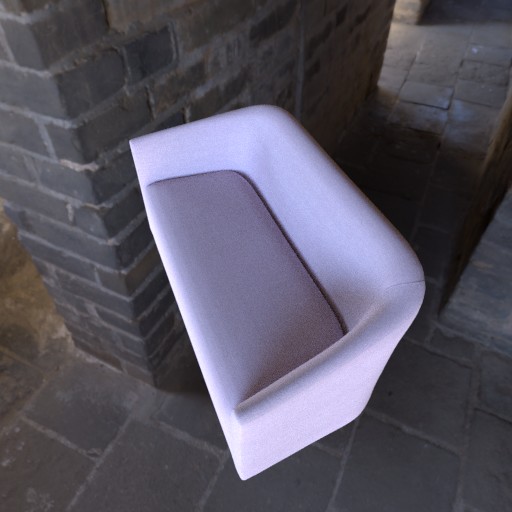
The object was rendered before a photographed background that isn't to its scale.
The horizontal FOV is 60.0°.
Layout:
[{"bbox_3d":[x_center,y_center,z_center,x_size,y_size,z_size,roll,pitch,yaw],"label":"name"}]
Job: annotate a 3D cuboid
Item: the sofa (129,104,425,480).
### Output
[{"bbox_3d":[0.000,0.000,1.848,0.705,0.721,1.452,-17,49,-15],"label":"sofa"}]
